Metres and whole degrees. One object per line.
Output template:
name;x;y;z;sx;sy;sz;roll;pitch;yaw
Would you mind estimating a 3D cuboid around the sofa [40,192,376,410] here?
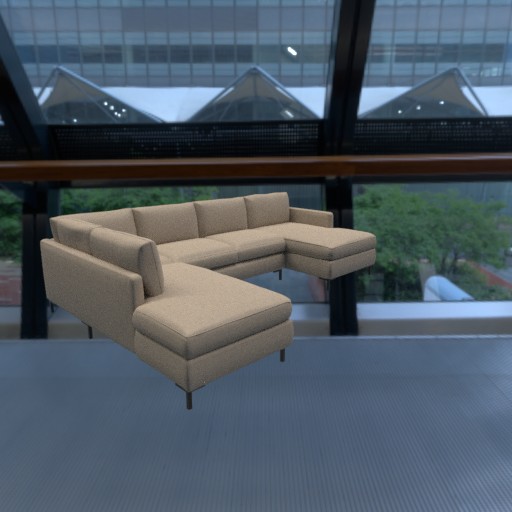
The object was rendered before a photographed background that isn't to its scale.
sofa;0.000;0.000;3.593;2.737;0.756;1.879;-13;19;-43
